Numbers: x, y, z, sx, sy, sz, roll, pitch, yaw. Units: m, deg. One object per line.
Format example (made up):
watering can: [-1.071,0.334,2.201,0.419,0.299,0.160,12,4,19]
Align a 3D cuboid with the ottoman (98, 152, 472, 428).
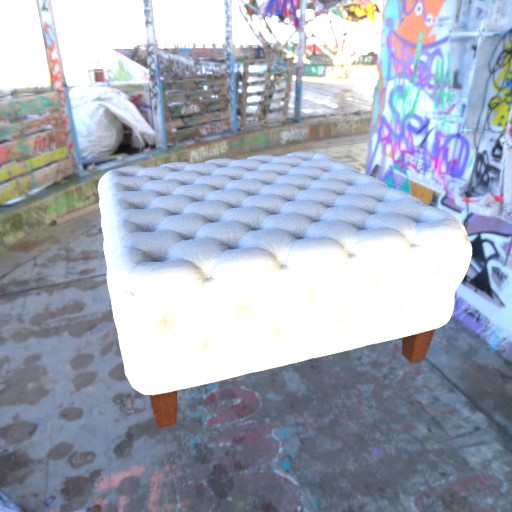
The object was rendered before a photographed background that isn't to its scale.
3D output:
ottoman: [0.000,0.000,1.195,0.755,0.376,0.753,-9,28,-17]
